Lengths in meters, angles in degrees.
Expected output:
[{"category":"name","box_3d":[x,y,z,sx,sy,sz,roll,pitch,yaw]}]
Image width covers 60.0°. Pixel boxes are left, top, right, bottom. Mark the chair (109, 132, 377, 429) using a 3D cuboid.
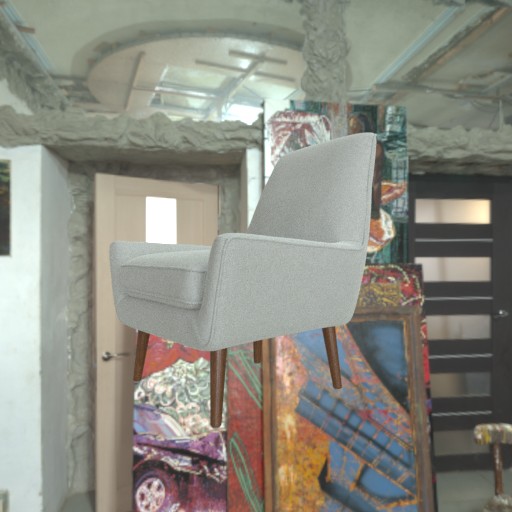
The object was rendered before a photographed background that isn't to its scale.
[{"category":"chair","box_3d":[0.000,0.000,1.549,0.822,0.888,0.787,0,0,-37]}]
